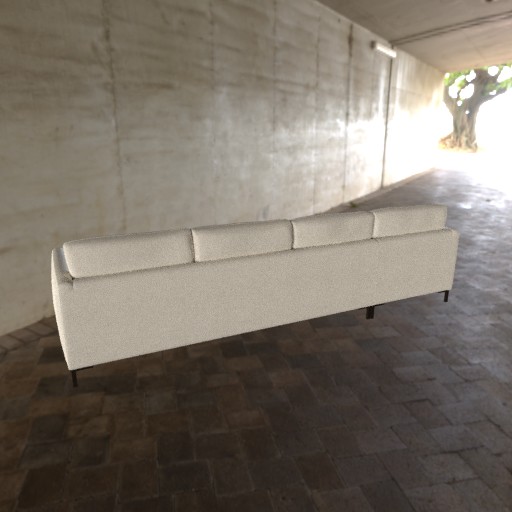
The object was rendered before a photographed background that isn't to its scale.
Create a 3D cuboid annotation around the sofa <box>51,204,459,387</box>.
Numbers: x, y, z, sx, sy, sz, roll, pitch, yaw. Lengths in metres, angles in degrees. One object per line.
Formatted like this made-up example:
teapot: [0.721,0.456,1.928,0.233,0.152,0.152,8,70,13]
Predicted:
sofa: [0.000,0.000,3.767,3.186,0.875,1.467,-8,18,-25]
